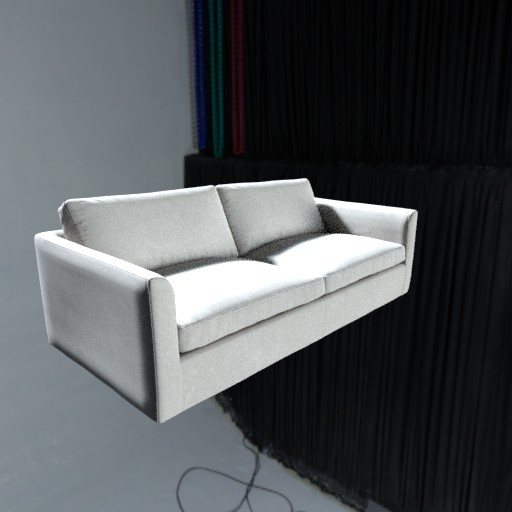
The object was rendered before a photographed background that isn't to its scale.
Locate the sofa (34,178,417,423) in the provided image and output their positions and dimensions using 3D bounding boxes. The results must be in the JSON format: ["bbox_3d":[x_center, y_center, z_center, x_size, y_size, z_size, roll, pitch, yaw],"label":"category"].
[{"bbox_3d":[0.000,0.000,2.784,1.090,0.838,2.588,13,20,42],"label":"sofa"}]
